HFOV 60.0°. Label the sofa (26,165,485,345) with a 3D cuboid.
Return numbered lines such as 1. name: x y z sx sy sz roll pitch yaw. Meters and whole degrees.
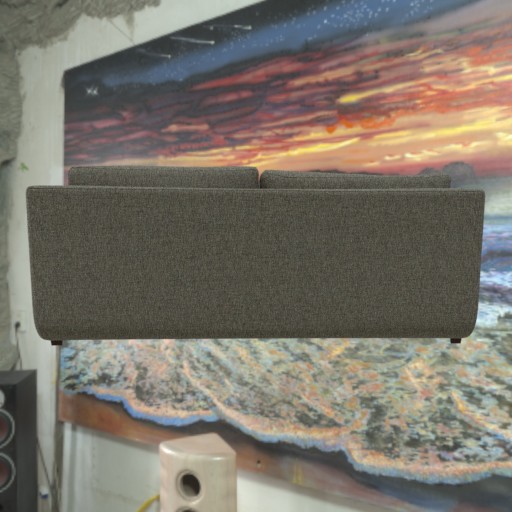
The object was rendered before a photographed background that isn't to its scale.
1. sofa: 0.000 0.000 2.833 2.418 0.998 1.103 0 -1 -2
